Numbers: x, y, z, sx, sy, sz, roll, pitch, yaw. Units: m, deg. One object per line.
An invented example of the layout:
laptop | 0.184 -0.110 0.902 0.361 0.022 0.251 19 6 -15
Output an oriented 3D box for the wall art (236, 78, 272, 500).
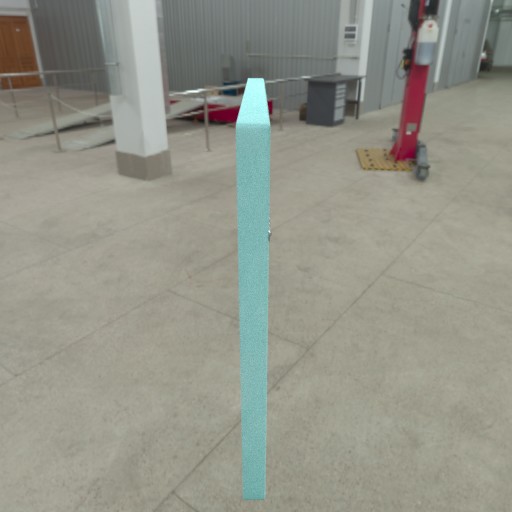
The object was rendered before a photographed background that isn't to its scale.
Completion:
wall art | 0.000 0.000 1.101 0.054 0.766 0.765 0 26 0
